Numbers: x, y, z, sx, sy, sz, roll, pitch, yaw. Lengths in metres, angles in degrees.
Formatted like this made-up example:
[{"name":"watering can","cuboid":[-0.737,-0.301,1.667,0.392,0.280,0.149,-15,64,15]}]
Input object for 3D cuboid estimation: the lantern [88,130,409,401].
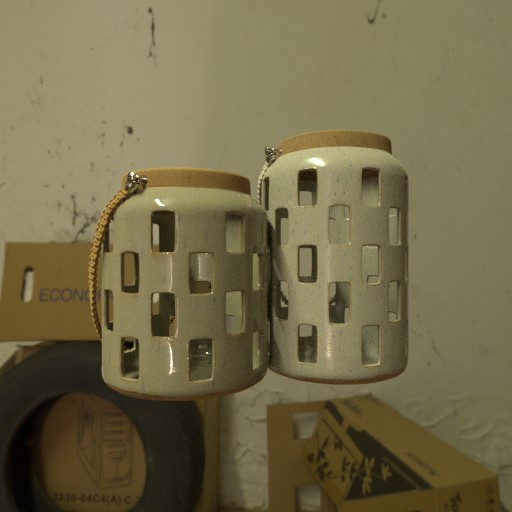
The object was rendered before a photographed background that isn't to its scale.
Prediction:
[{"name":"lantern","cuboid":[0.000,0.000,0.491,0.347,0.255,0.184,0,0,-17]}]
